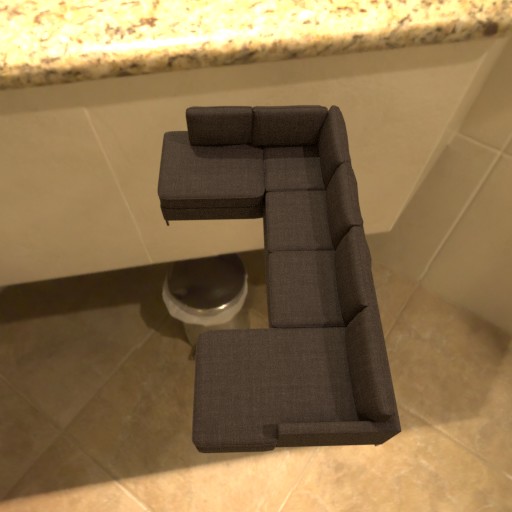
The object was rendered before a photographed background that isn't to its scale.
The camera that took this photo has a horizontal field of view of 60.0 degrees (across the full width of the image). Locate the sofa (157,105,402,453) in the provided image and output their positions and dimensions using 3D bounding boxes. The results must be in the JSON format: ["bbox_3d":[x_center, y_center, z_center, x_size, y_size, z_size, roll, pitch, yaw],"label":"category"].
[{"bbox_3d":[0.000,0.000,4.294,2.048,0.999,3.423,-1,59,-1],"label":"sofa"}]
